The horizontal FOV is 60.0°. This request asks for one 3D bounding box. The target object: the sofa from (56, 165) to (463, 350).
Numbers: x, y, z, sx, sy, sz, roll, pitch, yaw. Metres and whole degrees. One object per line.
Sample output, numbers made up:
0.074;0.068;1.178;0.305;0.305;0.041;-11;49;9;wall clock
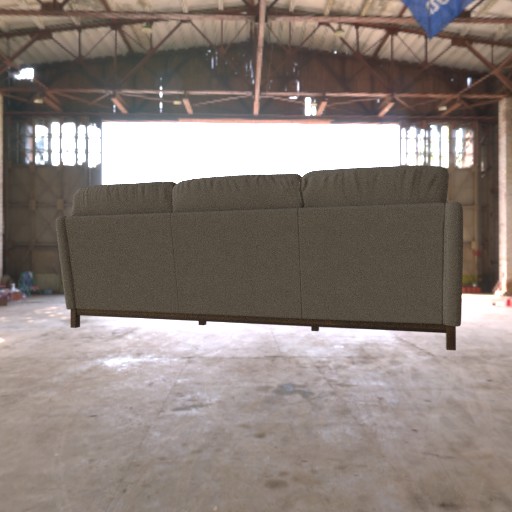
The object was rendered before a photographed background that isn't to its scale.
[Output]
0.000;0.000;2.857;2.344;0.926;0.987;0;0;18;sofa
